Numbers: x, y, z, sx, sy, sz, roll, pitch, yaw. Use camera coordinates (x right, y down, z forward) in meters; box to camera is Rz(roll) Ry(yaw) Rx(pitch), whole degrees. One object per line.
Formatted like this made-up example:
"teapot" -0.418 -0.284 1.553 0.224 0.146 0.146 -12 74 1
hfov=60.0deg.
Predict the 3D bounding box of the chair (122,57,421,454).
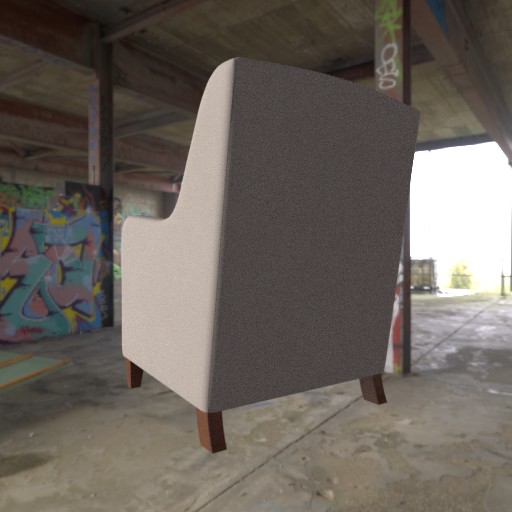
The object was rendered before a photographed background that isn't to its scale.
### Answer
"chair" 0.000 0.000 1.578 0.715 1.010 0.863 0 1 -34
